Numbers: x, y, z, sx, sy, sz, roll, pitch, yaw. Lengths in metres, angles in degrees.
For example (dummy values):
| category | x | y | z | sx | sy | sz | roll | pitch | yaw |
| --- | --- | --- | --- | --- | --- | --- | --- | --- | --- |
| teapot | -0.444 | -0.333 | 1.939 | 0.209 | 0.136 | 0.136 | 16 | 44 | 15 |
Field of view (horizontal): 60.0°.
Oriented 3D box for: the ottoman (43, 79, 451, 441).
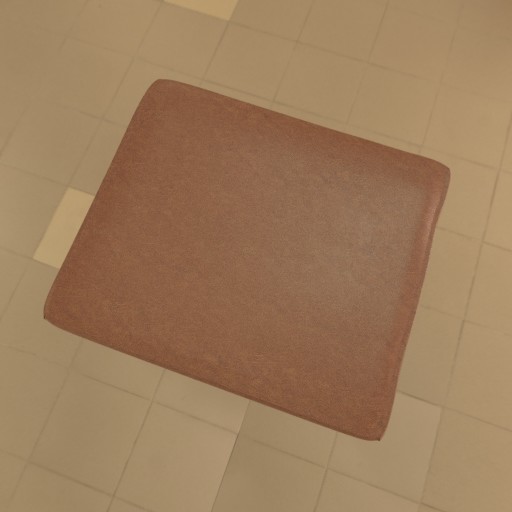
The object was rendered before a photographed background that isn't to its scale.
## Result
| category | x | y | z | sx | sy | sz | roll | pitch | yaw |
| --- | --- | --- | --- | --- | --- | --- | --- | --- | --- |
| ottoman | 0.000 | 0.000 | 1.437 | 0.987 | 0.472 | 0.836 | 19 | 75 | 5 |
